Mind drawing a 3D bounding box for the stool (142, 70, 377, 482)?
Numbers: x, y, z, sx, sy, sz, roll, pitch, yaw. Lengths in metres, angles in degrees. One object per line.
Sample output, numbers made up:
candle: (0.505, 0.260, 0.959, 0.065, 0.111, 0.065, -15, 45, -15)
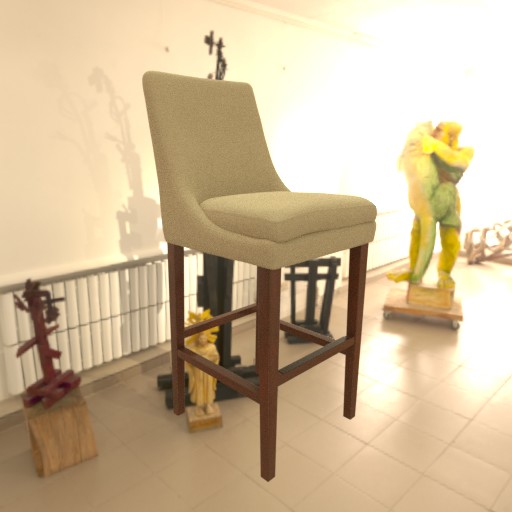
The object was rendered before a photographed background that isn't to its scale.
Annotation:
stool: (0.000, 0.000, 1.366, 0.470, 1.078, 0.577, -14, 20, -43)
